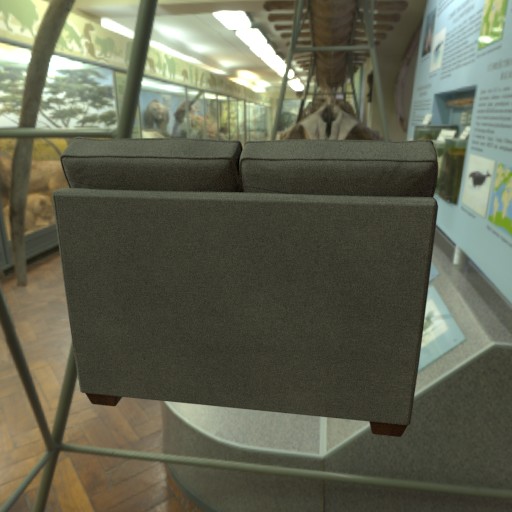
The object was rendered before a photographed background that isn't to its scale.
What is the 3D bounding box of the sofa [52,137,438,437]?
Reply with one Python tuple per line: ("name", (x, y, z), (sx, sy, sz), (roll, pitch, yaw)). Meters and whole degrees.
("sofa", (0.000, 0.000, 1.909), (1.237, 1.008, 0.951), (3, 17, 9))
